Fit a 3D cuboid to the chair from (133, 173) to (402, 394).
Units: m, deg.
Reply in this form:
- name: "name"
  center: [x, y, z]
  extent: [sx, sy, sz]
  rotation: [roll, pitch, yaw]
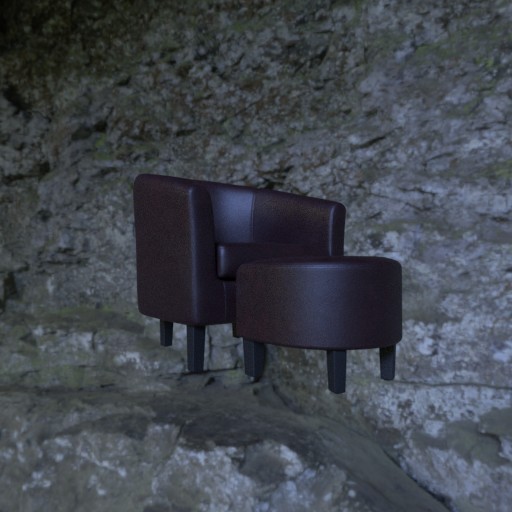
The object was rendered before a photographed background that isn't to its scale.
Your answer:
- name: "chair"
  center: [0.000, 0.000, 1.675]
  extent: [0.737, 0.755, 1.176]
  rotation: [1, -1, -36]
